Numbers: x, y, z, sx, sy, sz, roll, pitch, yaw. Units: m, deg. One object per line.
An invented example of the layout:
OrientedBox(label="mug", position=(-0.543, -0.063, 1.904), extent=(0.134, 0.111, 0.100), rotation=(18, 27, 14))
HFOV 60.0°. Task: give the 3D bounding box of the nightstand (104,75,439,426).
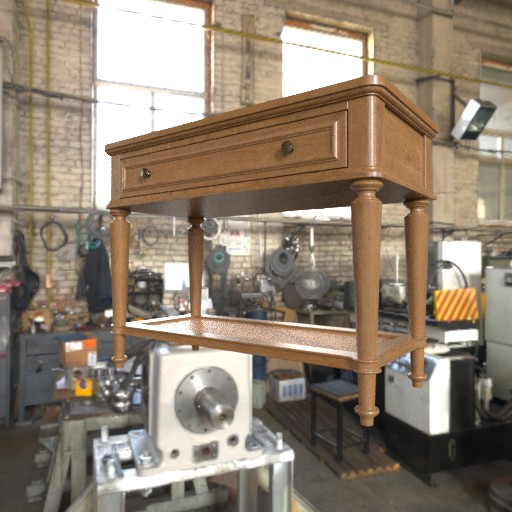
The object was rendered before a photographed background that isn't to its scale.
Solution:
OrientedBox(label="nightstand", position=(0.000, 0.000, 1.297), extent=(0.914, 0.700, 0.432), rotation=(-1, -1, 37))
